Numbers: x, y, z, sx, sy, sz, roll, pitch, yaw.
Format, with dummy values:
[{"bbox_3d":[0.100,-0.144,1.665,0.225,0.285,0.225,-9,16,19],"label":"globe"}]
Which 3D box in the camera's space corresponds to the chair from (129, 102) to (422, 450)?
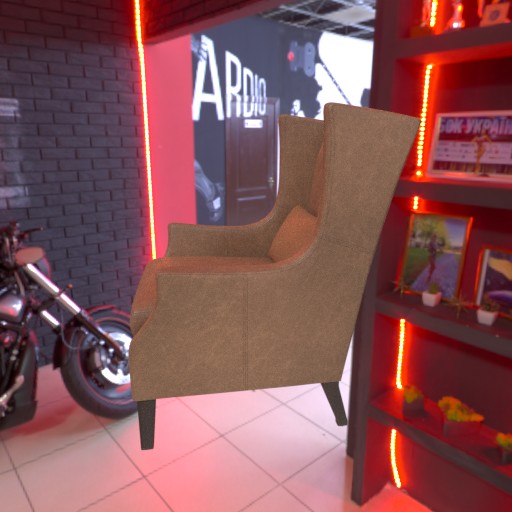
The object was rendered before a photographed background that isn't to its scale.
[{"bbox_3d":[0.000,0.000,1.727,0.913,1.088,0.815,-2,15,-8],"label":"chair"}]
